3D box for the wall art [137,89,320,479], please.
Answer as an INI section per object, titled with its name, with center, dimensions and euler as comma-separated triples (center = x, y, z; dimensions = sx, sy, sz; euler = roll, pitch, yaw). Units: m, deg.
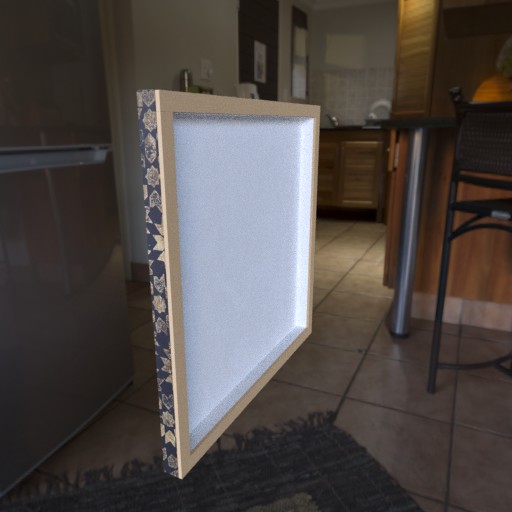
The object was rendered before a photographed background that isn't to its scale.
[wall art]
center = 0.000, 0.000, 0.920
dimensions = 0.038, 0.612, 0.612
euler = 8, 19, 26
